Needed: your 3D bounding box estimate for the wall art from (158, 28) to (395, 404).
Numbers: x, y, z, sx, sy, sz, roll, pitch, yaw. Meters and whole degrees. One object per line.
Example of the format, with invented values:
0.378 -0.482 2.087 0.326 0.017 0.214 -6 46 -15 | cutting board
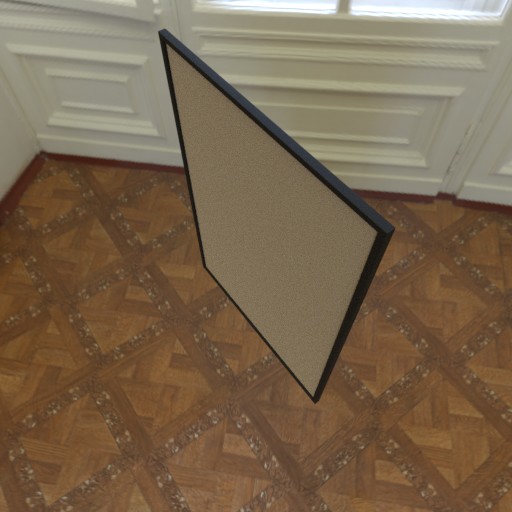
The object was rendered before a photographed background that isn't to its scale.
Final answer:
0.000 0.000 0.830 0.013 0.660 0.460 -32 63 -19 | wall art
